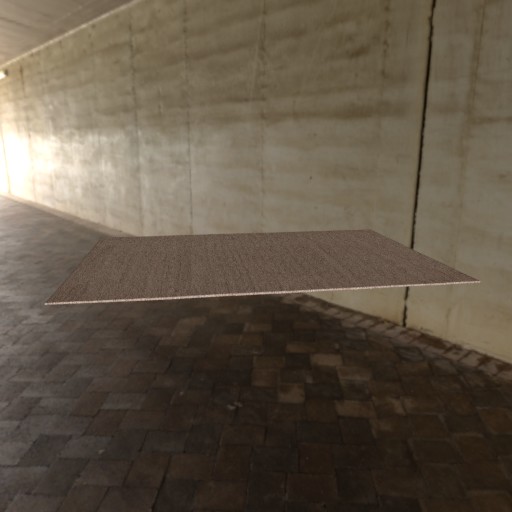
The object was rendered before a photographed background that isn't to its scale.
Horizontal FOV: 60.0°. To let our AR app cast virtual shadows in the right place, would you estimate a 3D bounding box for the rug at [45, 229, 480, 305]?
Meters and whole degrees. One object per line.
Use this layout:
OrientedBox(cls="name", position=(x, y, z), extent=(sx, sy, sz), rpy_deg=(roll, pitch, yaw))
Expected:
OrientedBox(cls="rug", position=(0.000, 0.000, 2.431), extent=(1.840, 0.013, 1.225), rpy_deg=(-2, 15, -9))
